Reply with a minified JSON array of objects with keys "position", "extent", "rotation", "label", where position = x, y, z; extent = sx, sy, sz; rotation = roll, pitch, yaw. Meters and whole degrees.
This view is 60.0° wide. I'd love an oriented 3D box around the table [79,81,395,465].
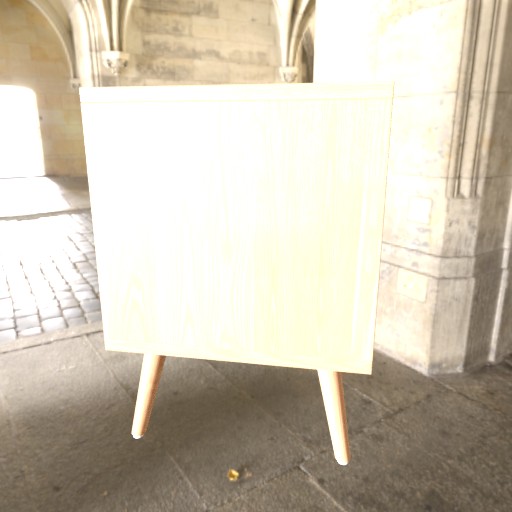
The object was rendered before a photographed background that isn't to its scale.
[{"position":[0.000,0.000,0.811],"extent":[0.400,0.550,0.400],"rotation":[3,16,10],"label":"table"}]
